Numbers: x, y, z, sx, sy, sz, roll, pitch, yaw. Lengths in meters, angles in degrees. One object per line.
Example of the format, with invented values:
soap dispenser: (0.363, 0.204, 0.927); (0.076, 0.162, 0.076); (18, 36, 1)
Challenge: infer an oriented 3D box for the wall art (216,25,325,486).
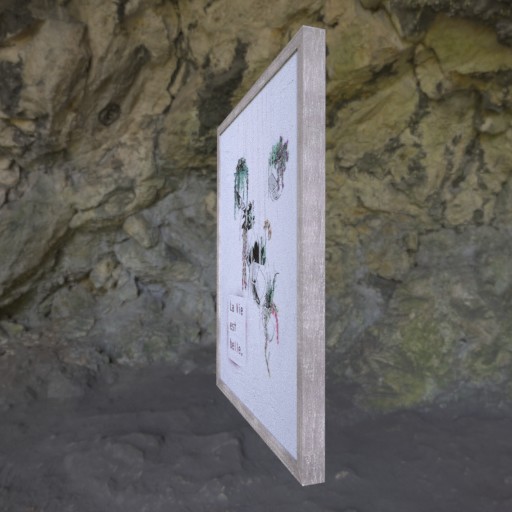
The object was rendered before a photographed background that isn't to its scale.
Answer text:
wall art: (0.000, 0.000, 0.706); (0.032, 0.521, 0.421); (0, 0, -19)
